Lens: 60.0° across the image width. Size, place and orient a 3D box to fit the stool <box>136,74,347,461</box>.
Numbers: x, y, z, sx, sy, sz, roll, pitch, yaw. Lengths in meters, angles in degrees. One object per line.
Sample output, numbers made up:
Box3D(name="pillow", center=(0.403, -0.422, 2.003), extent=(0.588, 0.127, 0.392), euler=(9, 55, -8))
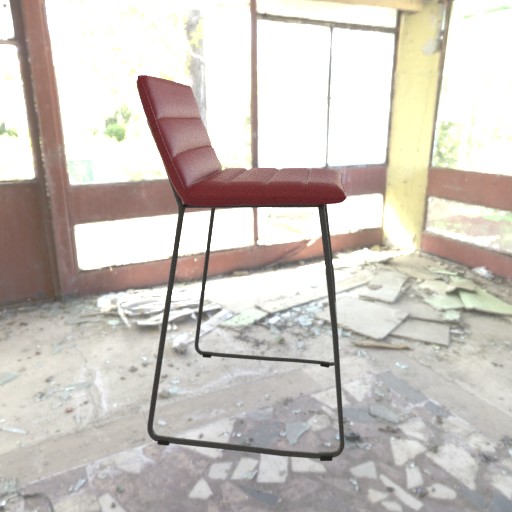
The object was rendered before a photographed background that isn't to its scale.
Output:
Box3D(name="stool", center=(0.000, 0.000, 1.254), extent=(0.524, 0.937, 0.489), euler=(3, 17, 8))
